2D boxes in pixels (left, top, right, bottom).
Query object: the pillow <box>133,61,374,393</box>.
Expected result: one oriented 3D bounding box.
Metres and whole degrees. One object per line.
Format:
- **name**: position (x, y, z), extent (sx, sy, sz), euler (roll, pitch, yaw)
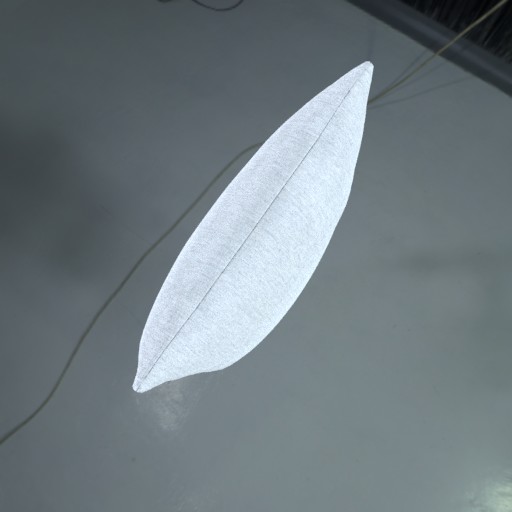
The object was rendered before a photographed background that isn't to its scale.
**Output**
- **pillow**: position (0.000, 0.000, 0.670), extent (0.173, 0.436, 0.433), euler (33, 78, 8)
